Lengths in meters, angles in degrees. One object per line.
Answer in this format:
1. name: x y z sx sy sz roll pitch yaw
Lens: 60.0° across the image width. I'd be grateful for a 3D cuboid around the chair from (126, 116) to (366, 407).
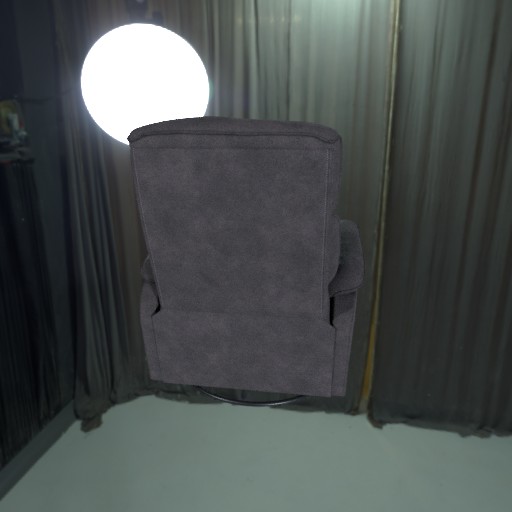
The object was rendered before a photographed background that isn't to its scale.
1. chair: 0.000 0.000 1.742 0.830 1.035 1.009 2 17 8
